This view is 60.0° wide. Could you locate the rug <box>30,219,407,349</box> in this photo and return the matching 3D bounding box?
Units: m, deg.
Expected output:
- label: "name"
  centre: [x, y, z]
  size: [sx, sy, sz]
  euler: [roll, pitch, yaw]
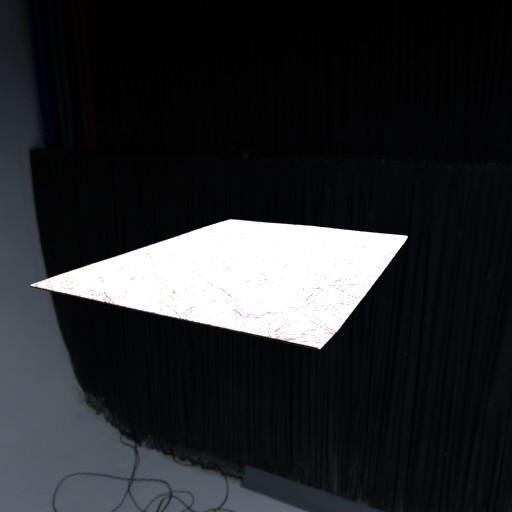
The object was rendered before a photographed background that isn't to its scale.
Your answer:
- label: "rug"
  centre: [0.000, 0.000, 4.380]
  size: [2.436, 0.024, 3.226]
  euler: [7, 17, 26]
